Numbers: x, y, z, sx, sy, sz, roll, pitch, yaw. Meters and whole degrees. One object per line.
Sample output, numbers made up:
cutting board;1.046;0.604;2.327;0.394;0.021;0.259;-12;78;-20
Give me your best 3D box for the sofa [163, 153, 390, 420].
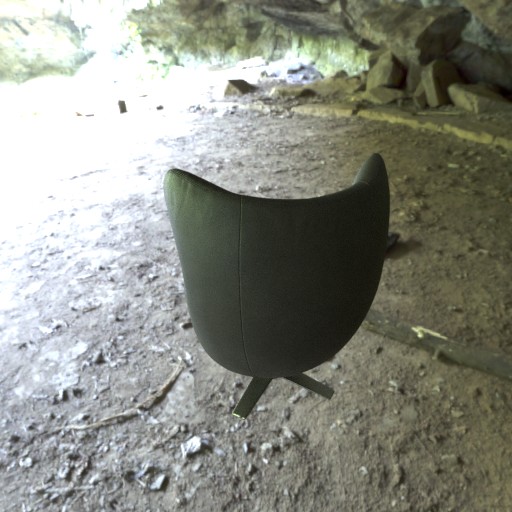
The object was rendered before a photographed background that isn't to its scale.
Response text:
sofa;0.000;0.000;2.218;0.894;1.135;1.444;-8;28;-15
